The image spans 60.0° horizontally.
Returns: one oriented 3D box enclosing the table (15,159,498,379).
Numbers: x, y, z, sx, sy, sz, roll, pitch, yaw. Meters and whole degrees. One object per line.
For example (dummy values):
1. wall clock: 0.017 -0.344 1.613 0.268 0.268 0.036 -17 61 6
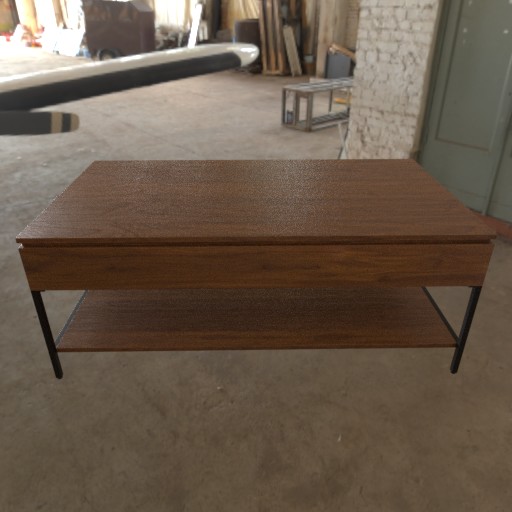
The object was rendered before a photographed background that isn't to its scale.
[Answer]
1. table: 0.000 0.000 1.321 1.057 0.414 0.574 -1 29 -1
